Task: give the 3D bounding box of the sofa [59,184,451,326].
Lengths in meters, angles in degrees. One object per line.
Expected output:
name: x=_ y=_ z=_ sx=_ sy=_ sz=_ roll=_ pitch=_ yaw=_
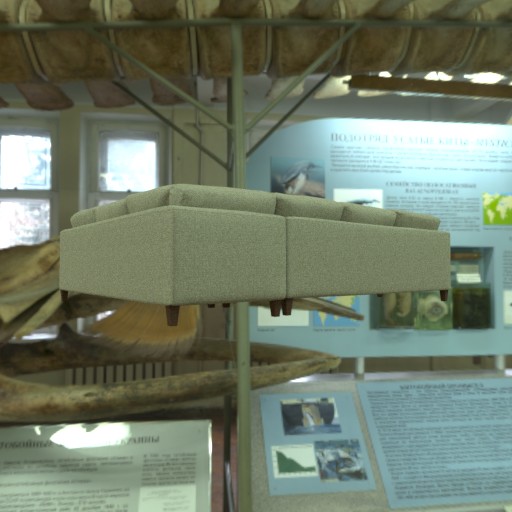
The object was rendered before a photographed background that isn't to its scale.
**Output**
sofa: x=0.000 y=0.000 z=4.660 sx=3.302 sy=0.947 sz=2.593 roll=1 pitch=-2 yaw=-38
